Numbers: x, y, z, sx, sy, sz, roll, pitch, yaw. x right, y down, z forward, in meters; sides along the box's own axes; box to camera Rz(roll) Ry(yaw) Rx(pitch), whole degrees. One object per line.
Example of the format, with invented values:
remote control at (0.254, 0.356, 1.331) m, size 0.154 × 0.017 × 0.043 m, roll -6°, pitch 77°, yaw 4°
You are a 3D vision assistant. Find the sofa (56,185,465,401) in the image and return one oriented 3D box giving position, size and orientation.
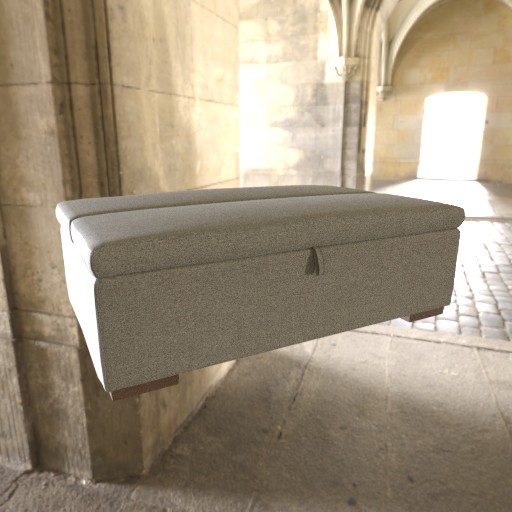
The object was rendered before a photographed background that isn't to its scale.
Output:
sofa at (0.000, 0.000, 1.617) m, size 1.250 × 0.434 × 0.817 m, roll -8°, pitch 17°, yaw -27°
